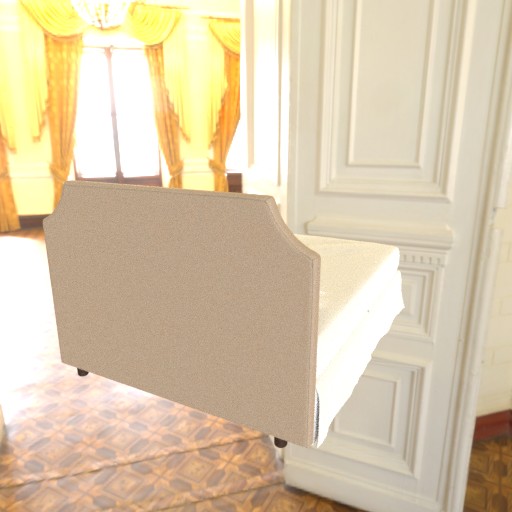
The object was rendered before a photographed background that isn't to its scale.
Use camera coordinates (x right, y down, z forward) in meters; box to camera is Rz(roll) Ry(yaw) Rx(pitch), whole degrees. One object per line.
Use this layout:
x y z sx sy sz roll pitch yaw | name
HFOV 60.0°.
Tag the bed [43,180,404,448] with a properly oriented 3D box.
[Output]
0.000 0.000 4.149 2.350 1.590 2.773 8 18 27 | bed
